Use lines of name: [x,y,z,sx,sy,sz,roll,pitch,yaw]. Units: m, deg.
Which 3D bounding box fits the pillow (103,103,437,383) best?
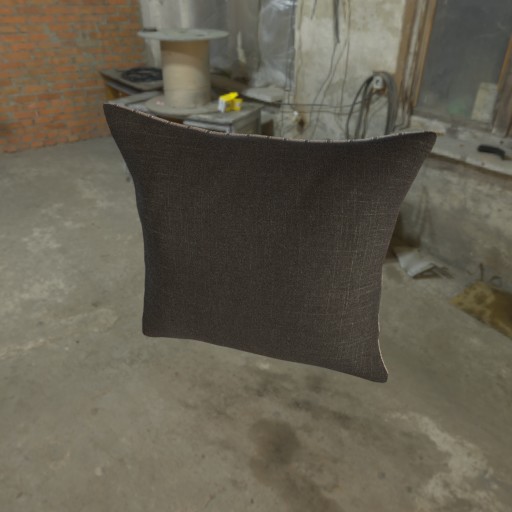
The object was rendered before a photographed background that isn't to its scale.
pillow: [0.000,0.000,0.705,0.468,0.444,0.138,9,32,14]
